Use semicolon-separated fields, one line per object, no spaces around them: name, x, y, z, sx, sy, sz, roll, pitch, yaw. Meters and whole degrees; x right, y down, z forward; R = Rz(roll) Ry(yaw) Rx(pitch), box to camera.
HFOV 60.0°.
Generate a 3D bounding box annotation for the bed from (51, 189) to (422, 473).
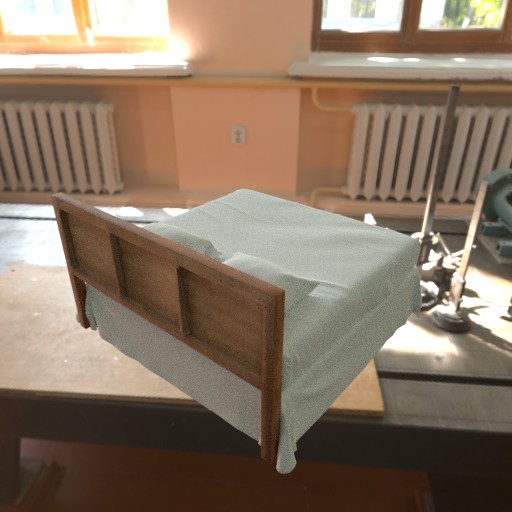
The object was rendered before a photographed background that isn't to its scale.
bed;0.000;0.000;3.554;2.255;1.158;2.165;22;35;34
